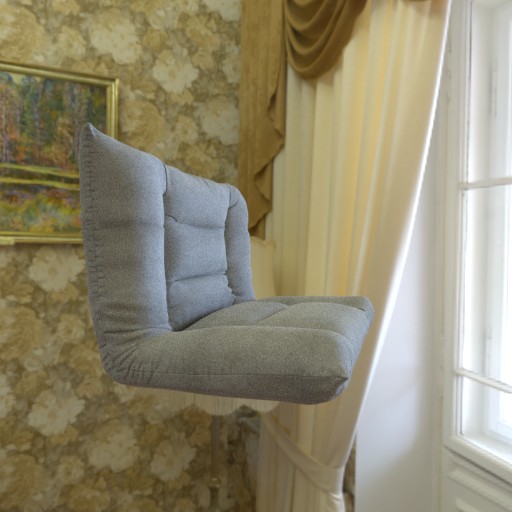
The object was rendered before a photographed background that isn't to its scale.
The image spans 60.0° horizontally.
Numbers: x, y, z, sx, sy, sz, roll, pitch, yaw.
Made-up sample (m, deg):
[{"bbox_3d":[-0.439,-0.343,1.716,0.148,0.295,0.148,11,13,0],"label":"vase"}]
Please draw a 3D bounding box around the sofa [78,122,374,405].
[{"bbox_3d":[0.000,0.000,1.731,0.847,0.795,1.144,0,2,18],"label":"sofa"}]
